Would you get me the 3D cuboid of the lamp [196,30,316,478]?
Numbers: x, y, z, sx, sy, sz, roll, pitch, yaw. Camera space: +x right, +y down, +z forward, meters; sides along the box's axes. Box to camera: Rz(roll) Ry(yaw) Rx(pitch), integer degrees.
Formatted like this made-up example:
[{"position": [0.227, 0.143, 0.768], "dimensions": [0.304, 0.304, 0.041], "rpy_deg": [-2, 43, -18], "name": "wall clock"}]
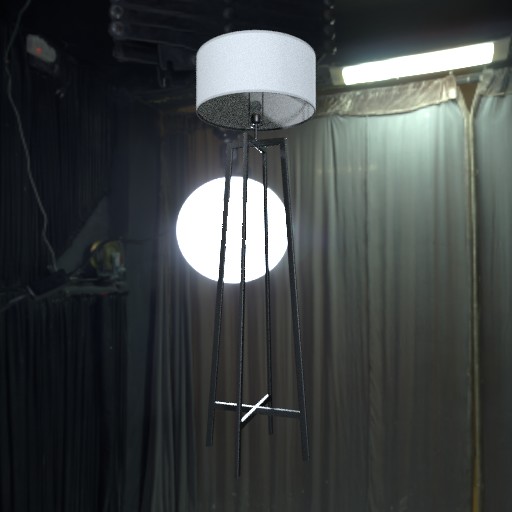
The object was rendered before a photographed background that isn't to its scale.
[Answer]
[{"position": [0.000, 0.000, 1.707], "dimensions": [0.457, 1.510, 0.456], "rpy_deg": [0, -1, 19], "name": "lamp"}]
